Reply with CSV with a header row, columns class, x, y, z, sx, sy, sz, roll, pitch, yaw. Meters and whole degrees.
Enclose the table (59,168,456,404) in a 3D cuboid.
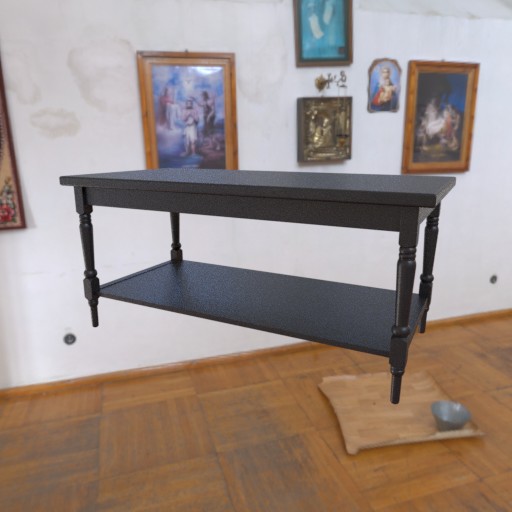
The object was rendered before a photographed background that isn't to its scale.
class,x,y,z,sx,sy,sz,roll,pitch,yaw
table,0.000,0.000,1.440,1.107,0.510,0.550,7,16,27
